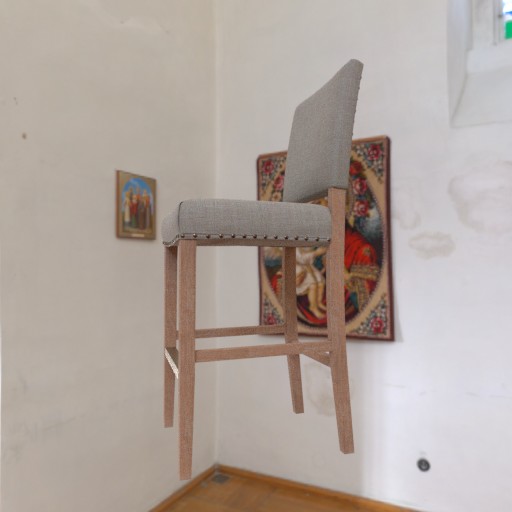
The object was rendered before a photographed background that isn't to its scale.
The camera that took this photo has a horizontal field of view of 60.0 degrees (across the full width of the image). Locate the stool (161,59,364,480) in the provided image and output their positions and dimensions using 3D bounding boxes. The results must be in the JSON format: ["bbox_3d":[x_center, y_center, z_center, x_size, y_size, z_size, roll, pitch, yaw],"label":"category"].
[{"bbox_3d":[0.000,0.000,1.475,0.585,1.203,0.445,0,-1,-18],"label":"stool"}]
